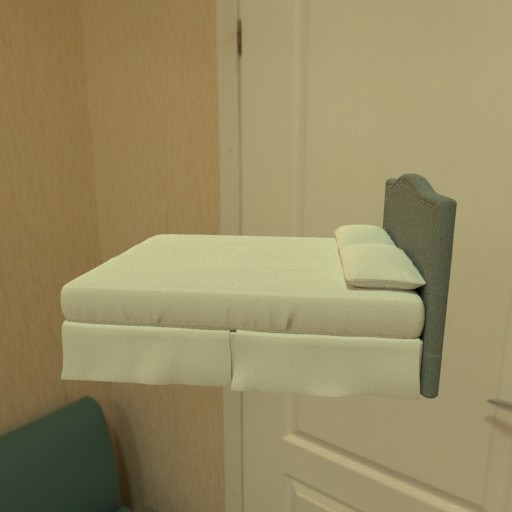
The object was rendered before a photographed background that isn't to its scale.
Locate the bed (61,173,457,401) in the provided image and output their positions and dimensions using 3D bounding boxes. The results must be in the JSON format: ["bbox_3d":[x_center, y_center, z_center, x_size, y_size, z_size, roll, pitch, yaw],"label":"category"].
[{"bbox_3d":[0.000,0.000,3.938,2.689,1.457,2.161,2,13,7],"label":"bed"}]
